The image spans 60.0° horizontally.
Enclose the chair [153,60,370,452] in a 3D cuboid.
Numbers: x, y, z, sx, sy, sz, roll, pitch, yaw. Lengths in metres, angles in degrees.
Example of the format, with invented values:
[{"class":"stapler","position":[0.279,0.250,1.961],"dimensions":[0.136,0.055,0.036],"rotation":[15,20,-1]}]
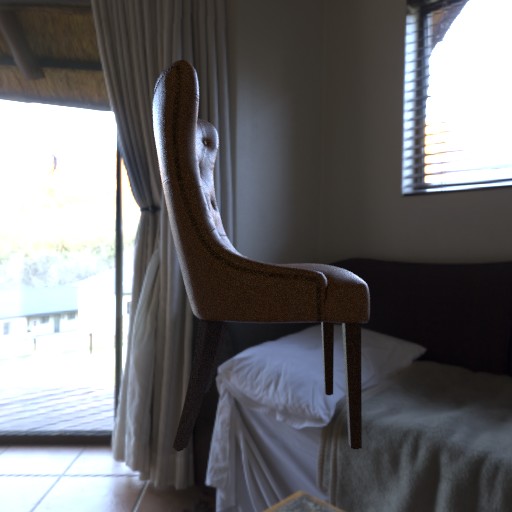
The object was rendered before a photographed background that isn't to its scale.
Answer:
[{"class":"chair","position":[0.000,0.000,1.472],"dimensions":[0.669,1.065,0.611],"rotation":[0,0,1]}]
